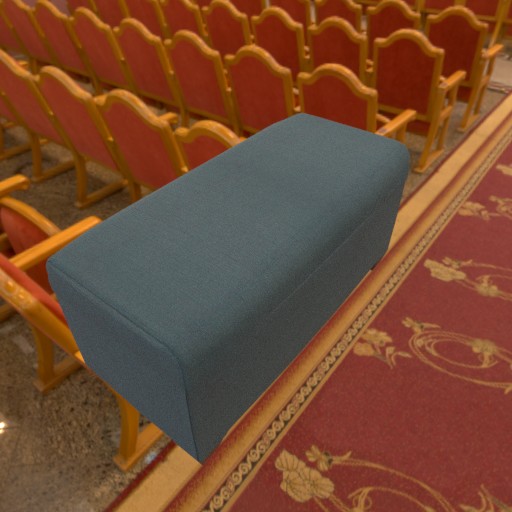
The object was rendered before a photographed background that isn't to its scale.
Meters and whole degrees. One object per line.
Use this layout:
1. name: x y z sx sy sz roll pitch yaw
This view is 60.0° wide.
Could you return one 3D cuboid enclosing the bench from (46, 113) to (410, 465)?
1. bench: 0.000 0.000 1.283 0.476 0.474 0.995 28 48 28
